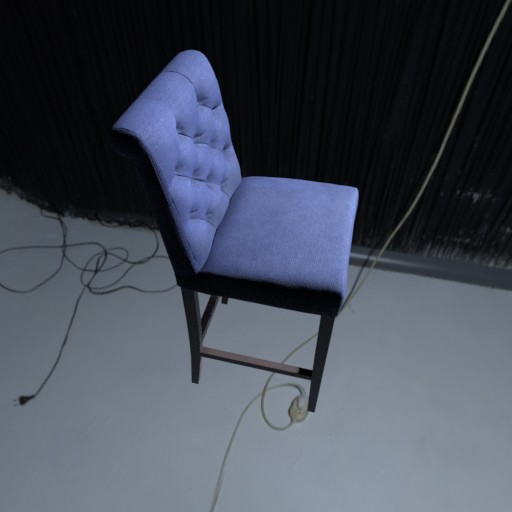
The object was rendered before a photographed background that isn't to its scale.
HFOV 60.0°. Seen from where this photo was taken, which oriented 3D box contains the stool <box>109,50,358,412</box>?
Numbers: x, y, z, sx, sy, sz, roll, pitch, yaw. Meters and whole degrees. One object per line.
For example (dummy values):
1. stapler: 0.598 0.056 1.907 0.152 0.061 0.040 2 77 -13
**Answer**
1. stool: 0.000 0.000 1.486 0.601 1.140 0.493 10 47 9
